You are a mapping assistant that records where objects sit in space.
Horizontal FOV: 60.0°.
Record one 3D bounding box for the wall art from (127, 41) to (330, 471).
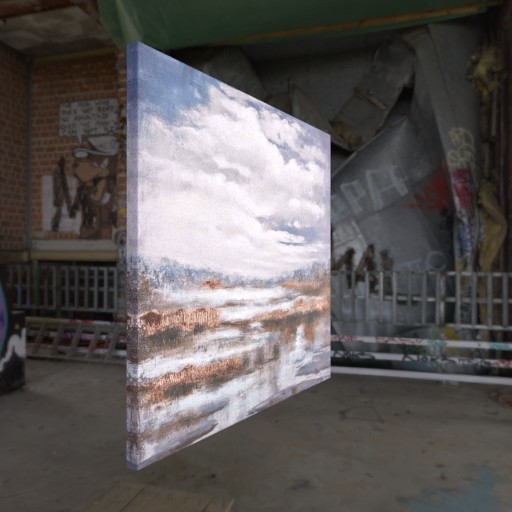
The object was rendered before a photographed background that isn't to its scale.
[{"bbox_3d":[0.000,0.000,1.289,0.035,0.897,0.888,0,0,36],"label":"wall art"}]
